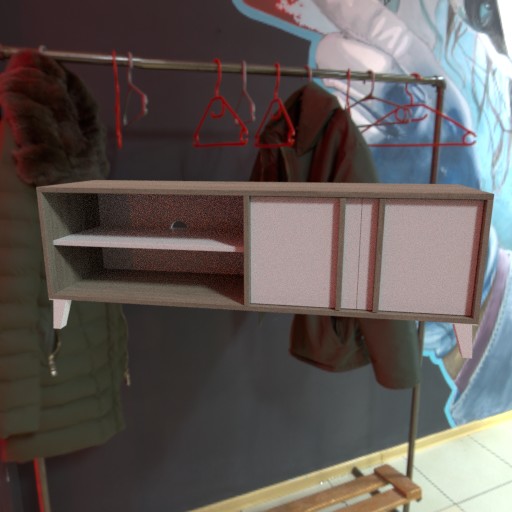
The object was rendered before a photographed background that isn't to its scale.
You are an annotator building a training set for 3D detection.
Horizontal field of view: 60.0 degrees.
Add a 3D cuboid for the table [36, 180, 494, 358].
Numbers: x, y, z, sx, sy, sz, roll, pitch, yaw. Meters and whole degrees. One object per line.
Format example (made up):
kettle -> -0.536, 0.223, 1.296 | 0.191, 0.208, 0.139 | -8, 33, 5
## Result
table -> 0.000, 0.000, 1.687 | 1.500, 0.530, 0.400 | 2, 13, 9
